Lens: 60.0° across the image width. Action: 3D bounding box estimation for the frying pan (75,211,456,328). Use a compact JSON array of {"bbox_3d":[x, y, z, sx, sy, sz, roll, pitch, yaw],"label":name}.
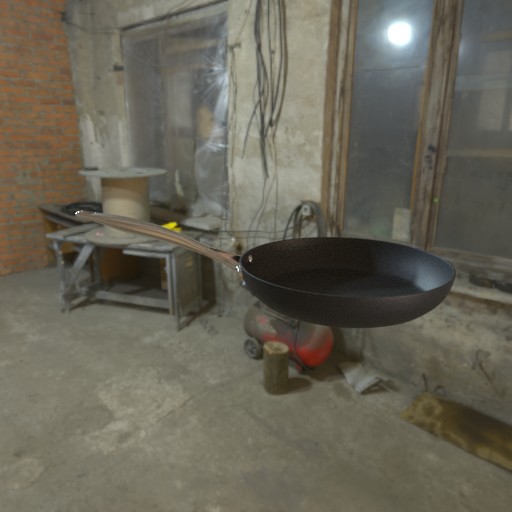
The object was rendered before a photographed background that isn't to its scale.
[{"bbox_3d":[0.000,0.000,0.561,0.472,0.105,0.255,2,16,8],"label":"frying pan"}]
